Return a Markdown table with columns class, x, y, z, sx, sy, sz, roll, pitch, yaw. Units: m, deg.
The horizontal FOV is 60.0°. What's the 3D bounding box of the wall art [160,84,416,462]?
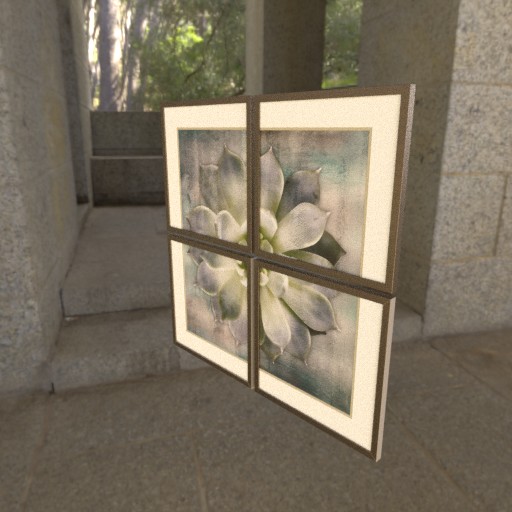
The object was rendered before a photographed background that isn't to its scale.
| class | x | y | z | sx | sy | sz | roll | pitch | yaw |
| --- | --- | --- | --- | --- | --- | --- | --- | --- | --- |
| wall art | 0.000 | 0.000 | 1.511 | 0.030 | 1.032 | 1.032 | -15 | 22 | -42 |
